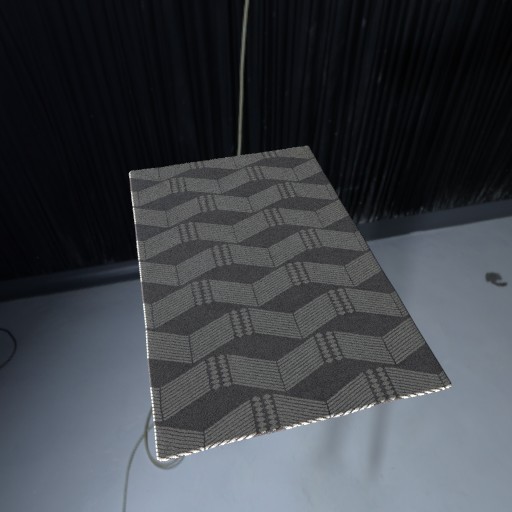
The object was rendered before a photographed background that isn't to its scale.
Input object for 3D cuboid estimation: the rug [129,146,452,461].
[{"bbox_3d":[0.000,0.000,2.329,1.210,0.016,1.833,-10,48,-10],"label":"rug"}]
